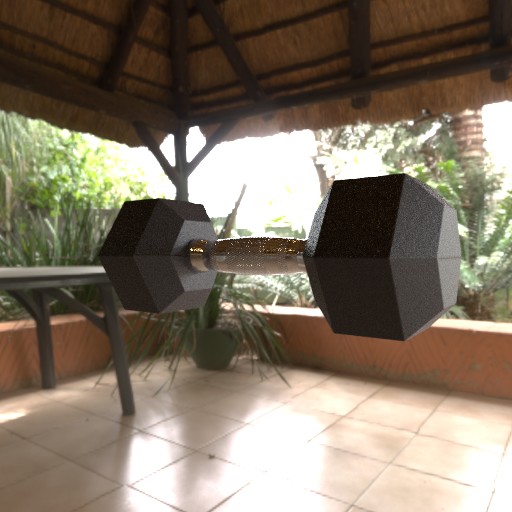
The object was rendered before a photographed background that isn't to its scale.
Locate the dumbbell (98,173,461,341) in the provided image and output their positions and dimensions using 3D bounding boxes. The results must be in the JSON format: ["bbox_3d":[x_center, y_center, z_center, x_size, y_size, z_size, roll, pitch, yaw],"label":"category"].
[{"bbox_3d":[0.000,0.000,0.362,0.297,0.101,0.116,0,1,35],"label":"dumbbell"}]
